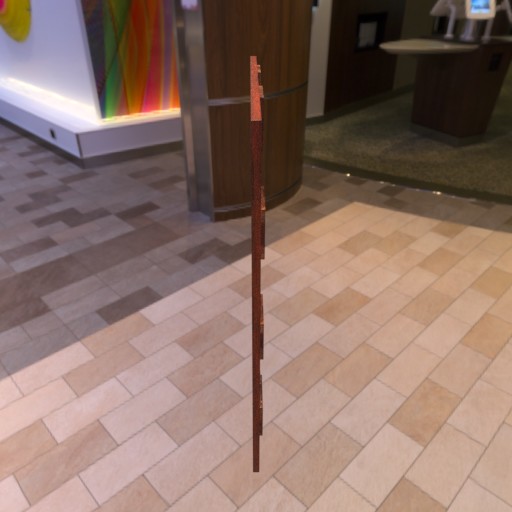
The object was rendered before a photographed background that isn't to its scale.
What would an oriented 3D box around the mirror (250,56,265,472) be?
[{"bbox_3d":[0.000,0.000,1.067,0.021,0.805,0.600,0,32,-1],"label":"mirror"}]
